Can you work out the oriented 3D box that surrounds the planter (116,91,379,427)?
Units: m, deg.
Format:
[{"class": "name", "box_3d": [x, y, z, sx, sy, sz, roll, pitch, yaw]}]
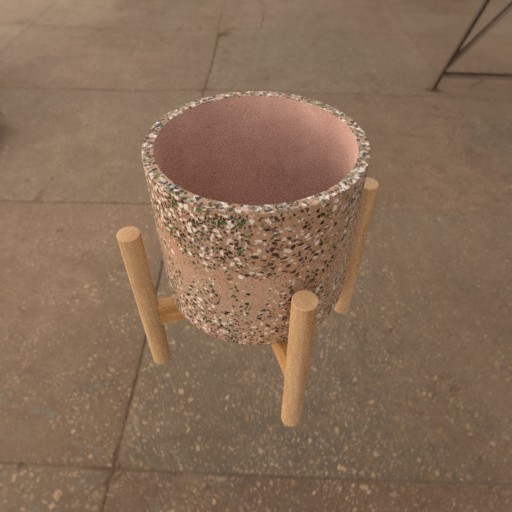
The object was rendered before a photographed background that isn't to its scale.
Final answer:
[{"class": "planter", "box_3d": [0.000, 0.000, 0.550, 0.284, 0.320, 0.284, 3, 45, 3]}]
